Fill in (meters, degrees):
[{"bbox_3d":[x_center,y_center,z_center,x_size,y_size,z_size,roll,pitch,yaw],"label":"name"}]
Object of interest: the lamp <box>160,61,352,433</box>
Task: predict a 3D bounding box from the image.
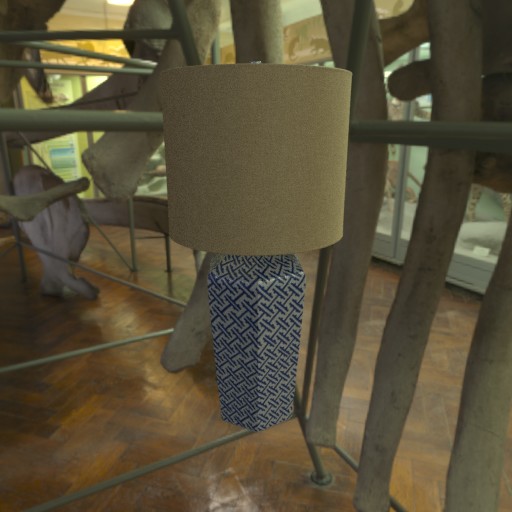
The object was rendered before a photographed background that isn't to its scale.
[{"bbox_3d":[0.000,0.000,0.846,0.320,0.682,0.320,-9,19,-27],"label":"lamp"}]
